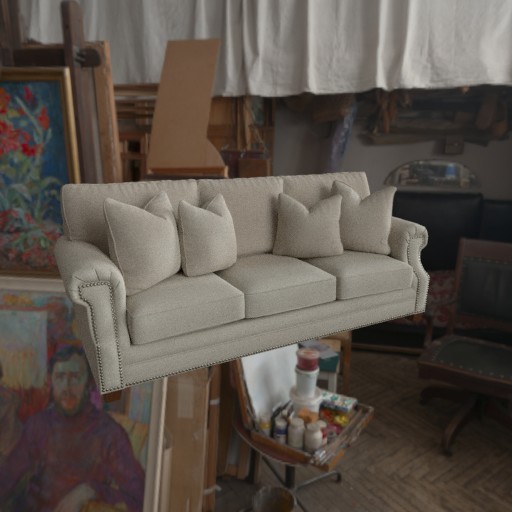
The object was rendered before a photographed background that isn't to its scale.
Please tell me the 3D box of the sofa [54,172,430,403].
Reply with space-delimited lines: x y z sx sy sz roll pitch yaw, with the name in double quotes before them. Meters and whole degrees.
"sofa" 0.000 0.000 2.835 2.312 0.975 0.965 -8 17 -27
